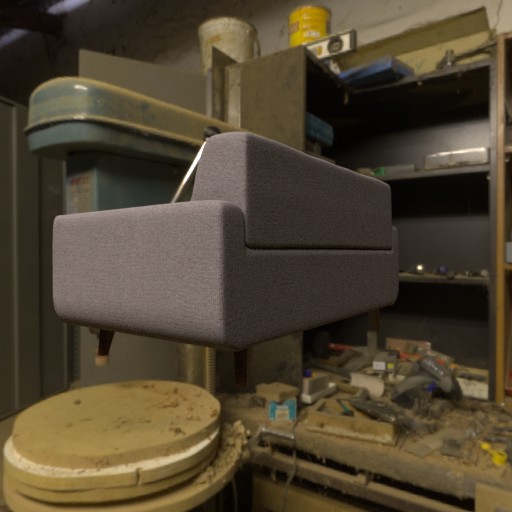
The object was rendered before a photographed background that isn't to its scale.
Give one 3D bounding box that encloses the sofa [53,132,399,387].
[{"bbox_3d":[0.000,0.000,2.193,0.909,0.841,1.631,0,1,35],"label":"sofa"}]
